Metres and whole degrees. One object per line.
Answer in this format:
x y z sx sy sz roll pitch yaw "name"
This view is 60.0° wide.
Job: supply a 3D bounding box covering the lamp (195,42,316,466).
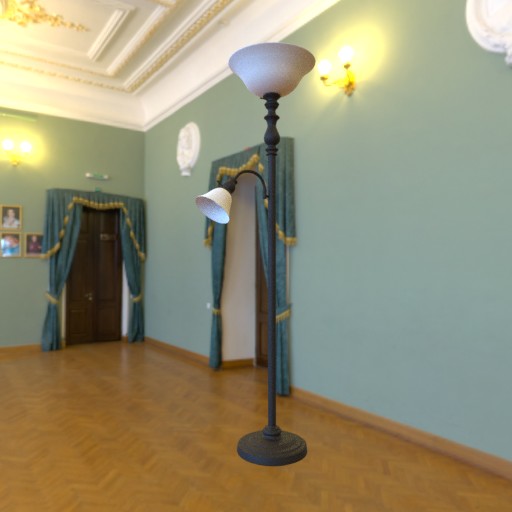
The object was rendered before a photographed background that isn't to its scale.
0.000 0.000 1.992 0.588 1.793 0.405 1 -2 -37 "lamp"
